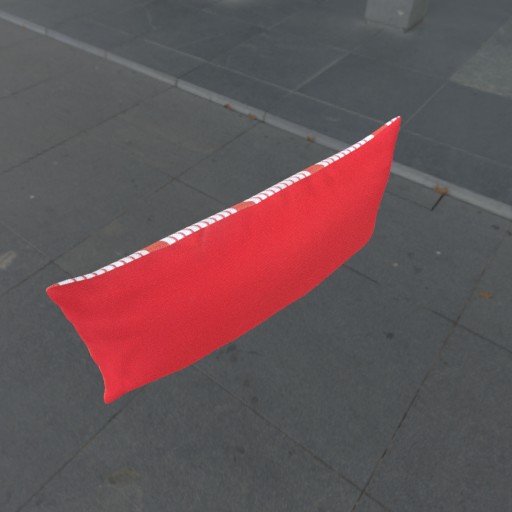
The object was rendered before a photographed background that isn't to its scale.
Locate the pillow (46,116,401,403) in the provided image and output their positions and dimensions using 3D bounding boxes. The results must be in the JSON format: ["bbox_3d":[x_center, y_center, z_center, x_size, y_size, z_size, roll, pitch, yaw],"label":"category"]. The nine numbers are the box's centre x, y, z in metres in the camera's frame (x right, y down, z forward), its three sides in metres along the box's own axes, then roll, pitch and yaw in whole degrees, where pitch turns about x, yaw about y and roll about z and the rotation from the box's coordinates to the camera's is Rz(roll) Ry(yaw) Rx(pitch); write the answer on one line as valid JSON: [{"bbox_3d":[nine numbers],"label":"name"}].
[{"bbox_3d":[0.000,0.000,0.729,0.608,0.297,0.151,-29,54,-25],"label":"pillow"}]
